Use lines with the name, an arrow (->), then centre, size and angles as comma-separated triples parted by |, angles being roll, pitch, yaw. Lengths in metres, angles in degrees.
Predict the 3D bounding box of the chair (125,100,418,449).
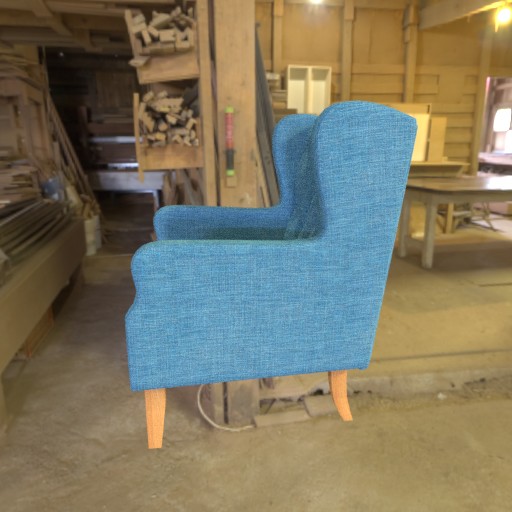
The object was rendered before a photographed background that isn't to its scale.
chair -> 0.000, 0.000, 1.500 | 0.775, 0.952, 0.711 | -2, 15, -7
